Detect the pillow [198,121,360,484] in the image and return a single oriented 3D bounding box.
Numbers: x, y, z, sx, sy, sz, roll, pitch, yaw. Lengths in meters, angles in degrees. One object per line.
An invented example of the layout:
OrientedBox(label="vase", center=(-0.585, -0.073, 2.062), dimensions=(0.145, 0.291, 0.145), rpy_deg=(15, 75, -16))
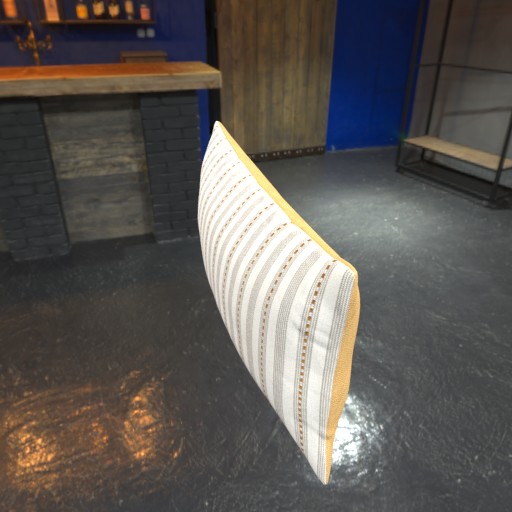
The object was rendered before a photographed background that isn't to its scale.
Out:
OrientedBox(label="pillow", center=(0.000, 0.000, 0.706), dimensions=(0.151, 0.291, 0.608), rpy_deg=(-8, 30, -14))
